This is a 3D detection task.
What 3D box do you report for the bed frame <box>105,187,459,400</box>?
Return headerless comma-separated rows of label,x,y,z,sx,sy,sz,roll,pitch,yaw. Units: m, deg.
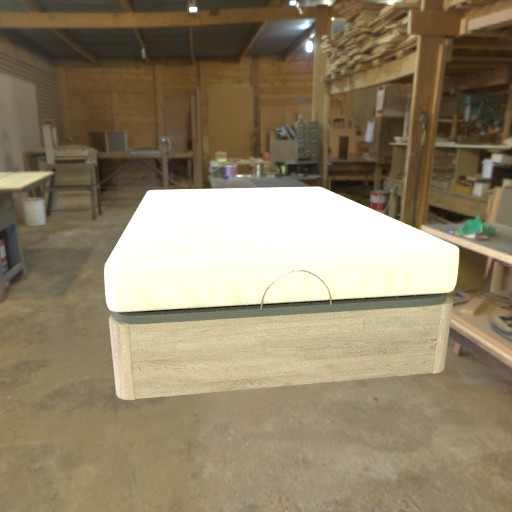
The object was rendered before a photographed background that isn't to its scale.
bed frame,0.000,0.000,2.618,1.400,0.561,1.900,-2,16,-8
